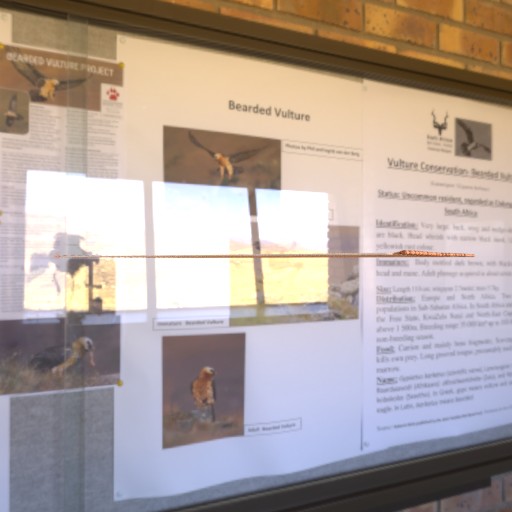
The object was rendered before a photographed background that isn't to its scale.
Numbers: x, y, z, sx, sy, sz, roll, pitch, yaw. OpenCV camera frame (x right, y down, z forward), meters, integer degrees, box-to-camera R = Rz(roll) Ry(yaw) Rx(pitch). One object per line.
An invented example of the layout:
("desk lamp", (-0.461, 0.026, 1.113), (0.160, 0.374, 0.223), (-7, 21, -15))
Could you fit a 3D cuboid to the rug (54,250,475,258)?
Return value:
("rug", (0.000, 0.000, 2.520), (2.092, 0.017, 1.232), (0, -1, 36))
